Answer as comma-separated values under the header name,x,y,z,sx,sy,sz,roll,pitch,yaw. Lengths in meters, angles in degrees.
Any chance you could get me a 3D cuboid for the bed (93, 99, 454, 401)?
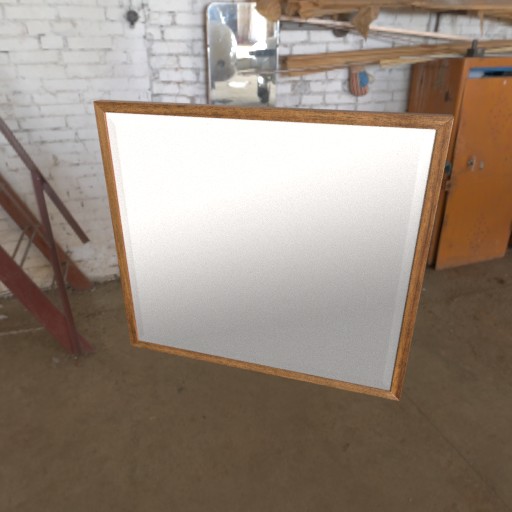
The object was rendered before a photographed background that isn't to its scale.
name,x,y,z,sx,sy,sz,roll,pitch,yaw
bed,0.000,0.000,1.463,1.041,0.940,0.043,8,27,15
